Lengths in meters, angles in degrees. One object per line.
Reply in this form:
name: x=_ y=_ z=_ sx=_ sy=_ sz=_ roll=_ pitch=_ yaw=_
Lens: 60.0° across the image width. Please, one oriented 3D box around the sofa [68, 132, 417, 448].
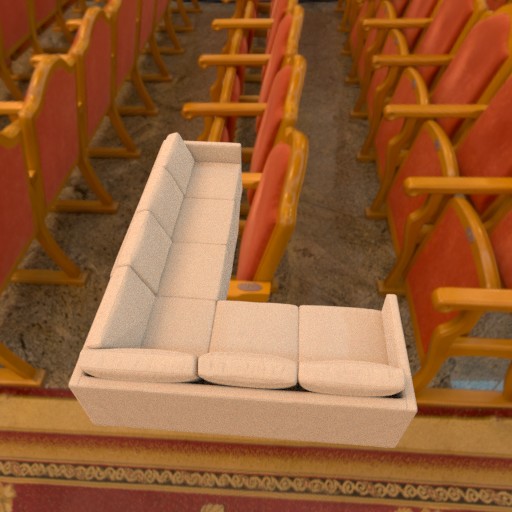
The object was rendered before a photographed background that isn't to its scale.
sofa: x=0.000 y=0.000 z=4.293 sx=2.432 sy=0.871 sz=3.182 roll=3 pitch=47 yaw=3
